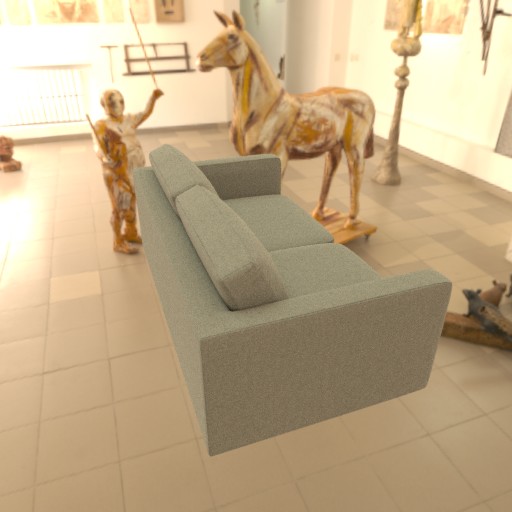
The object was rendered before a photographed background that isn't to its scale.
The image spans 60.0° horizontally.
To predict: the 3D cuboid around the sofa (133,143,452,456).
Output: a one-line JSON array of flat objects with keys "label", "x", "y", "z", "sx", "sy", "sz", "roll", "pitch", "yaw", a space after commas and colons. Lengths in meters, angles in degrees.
[{"label": "sofa", "x": 0.000, "y": 0.000, "z": 2.315, "sx": 1.000, "sy": 0.900, "sz": 1.731, "roll": -10, "pitch": 31, "yaw": -18}]
